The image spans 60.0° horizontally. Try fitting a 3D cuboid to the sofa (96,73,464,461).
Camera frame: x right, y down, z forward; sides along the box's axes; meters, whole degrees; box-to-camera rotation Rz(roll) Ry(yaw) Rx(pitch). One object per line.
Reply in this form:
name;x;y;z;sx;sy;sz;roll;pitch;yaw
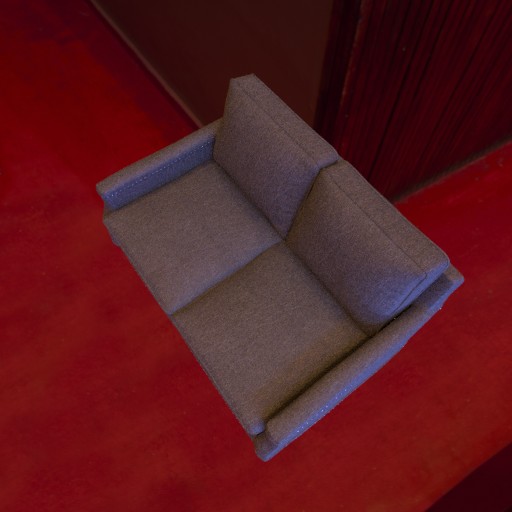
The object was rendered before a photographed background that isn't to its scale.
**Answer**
sofa;0.000;0.000;2.283;1.084;1.003;1.597;-33;67;-16
